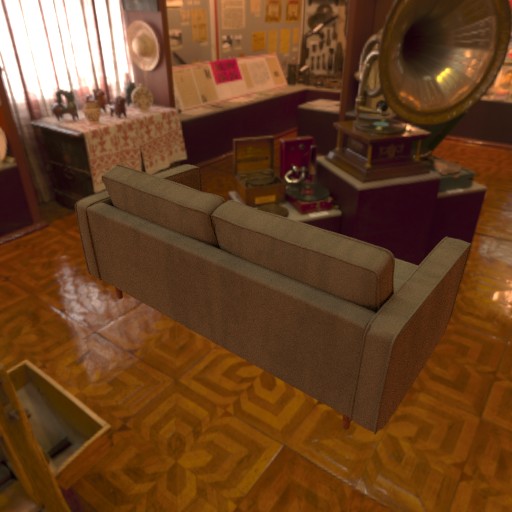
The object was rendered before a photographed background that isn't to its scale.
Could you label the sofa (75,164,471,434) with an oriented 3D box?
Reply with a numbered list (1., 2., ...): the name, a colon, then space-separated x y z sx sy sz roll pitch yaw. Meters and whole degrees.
1. sofa: 0.000 0.000 2.387 1.920 0.825 0.924 21 36 32
